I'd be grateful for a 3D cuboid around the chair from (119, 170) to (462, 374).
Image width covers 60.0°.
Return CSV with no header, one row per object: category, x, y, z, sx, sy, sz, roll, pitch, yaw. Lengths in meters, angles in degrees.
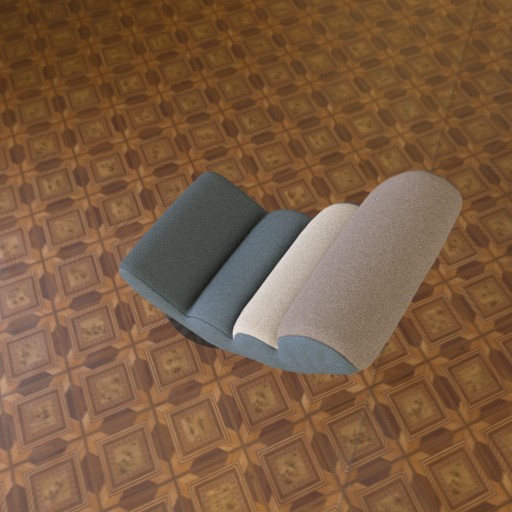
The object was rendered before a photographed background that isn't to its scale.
chair,0.000,0.000,1.062,0.661,0.641,0.420,32,68,15
